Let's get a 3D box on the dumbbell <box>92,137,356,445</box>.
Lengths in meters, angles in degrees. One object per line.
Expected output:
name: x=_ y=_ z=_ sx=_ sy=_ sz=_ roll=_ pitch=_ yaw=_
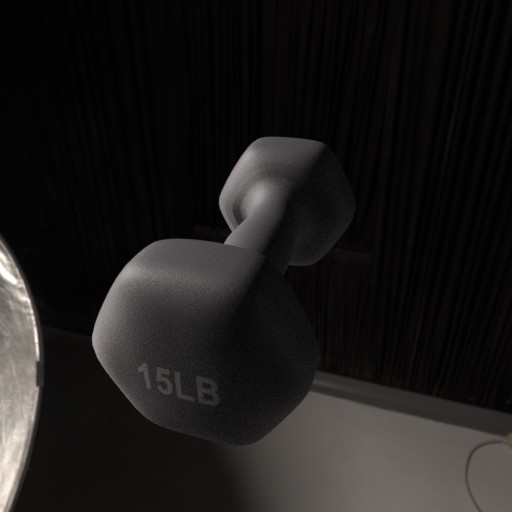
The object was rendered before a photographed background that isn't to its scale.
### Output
dumbbell: x=0.000 y=0.000 z=0.299 sx=0.116 sy=0.105 sz=0.240 roll=9 pitch=32 yaw=15
